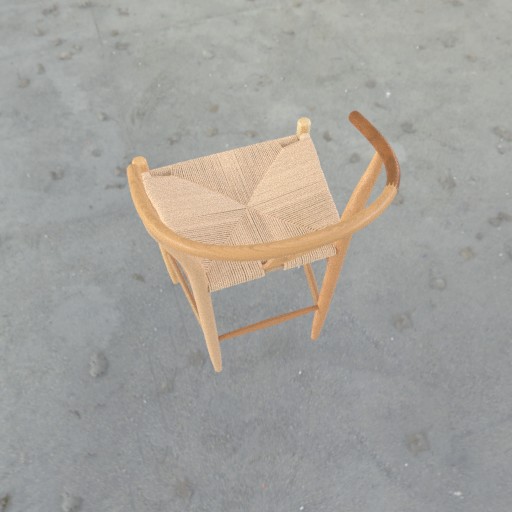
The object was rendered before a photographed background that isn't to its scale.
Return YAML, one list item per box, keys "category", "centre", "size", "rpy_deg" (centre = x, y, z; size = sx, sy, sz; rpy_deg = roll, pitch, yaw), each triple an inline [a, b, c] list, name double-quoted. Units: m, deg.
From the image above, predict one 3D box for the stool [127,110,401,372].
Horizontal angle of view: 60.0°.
- category: "stool"
  centre: [0.000, 0.000, 1.265]
  size: [0.536, 0.923, 0.575]
  rpy_deg: [-16, 59, -10]
